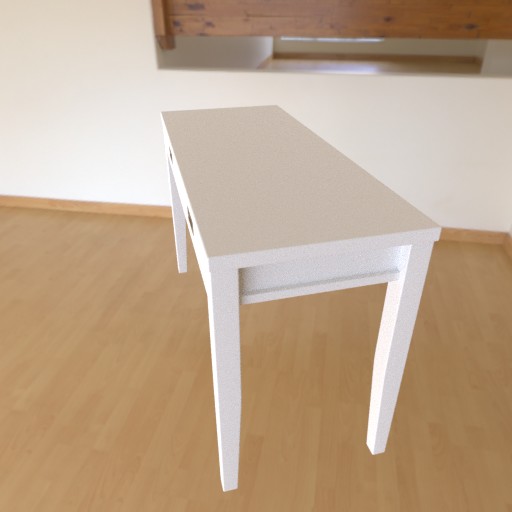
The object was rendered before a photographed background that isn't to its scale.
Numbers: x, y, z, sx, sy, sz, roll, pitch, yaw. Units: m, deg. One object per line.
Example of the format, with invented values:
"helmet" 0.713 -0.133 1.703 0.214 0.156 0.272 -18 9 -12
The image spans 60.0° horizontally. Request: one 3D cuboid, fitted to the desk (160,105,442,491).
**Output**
"desk" 0.000 0.000 1.596 0.508 0.775 1.220 -8 32 -12
